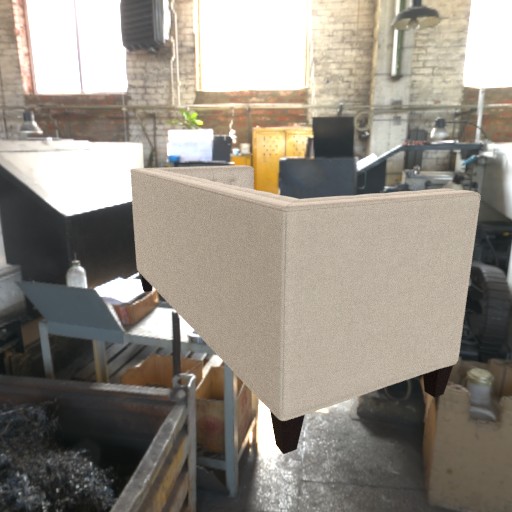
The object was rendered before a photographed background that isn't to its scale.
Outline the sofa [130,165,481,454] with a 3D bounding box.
[{"bbox_3d":[0.000,0.000,2.154,0.775,0.762,1.778,-8,17,-27],"label":"sofa"}]
